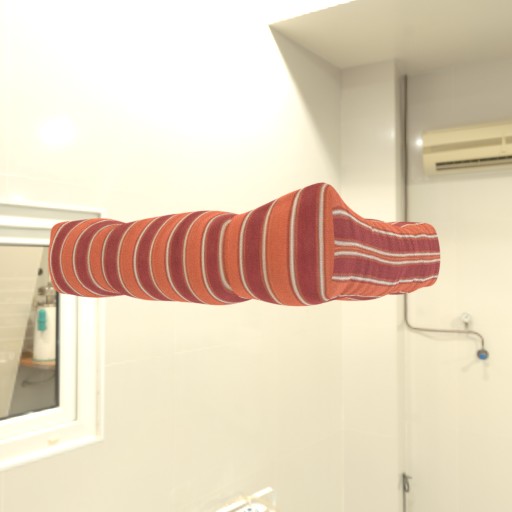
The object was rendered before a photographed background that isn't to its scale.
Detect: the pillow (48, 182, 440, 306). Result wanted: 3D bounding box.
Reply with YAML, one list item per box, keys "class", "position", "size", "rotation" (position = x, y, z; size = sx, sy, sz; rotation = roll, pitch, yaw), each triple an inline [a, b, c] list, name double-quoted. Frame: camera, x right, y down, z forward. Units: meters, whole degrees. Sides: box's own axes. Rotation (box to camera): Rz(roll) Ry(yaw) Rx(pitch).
- class: "pillow"
  position: [0.000, 0.000, 0.731]
  size: [0.490, 0.133, 0.468]
  rotation: [-1, -2, 35]
